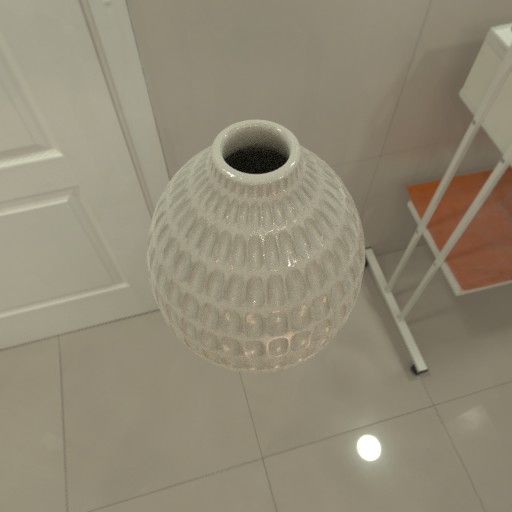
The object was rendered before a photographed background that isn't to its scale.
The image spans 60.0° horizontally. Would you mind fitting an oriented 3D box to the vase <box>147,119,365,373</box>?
[{"bbox_3d":[0.000,0.000,0.337,0.162,0.223,0.162,0,58,0],"label":"vase"}]
